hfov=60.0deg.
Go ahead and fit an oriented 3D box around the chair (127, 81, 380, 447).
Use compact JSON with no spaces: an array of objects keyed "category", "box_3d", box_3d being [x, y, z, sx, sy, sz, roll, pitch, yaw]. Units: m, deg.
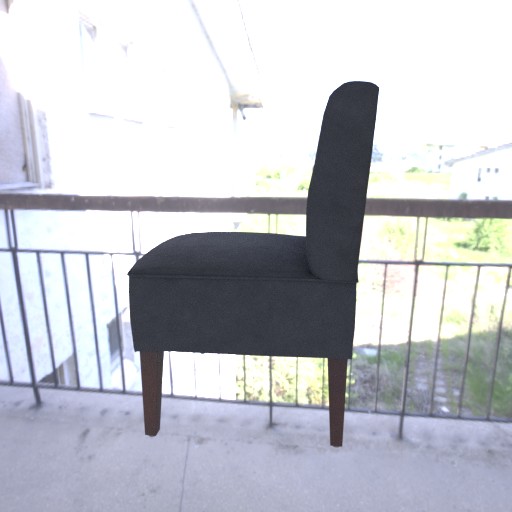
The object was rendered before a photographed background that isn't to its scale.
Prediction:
[{"category":"chair","box_3d":[0.000,0.000,1.167,0.554,0.806,0.521,2,14,9]}]
